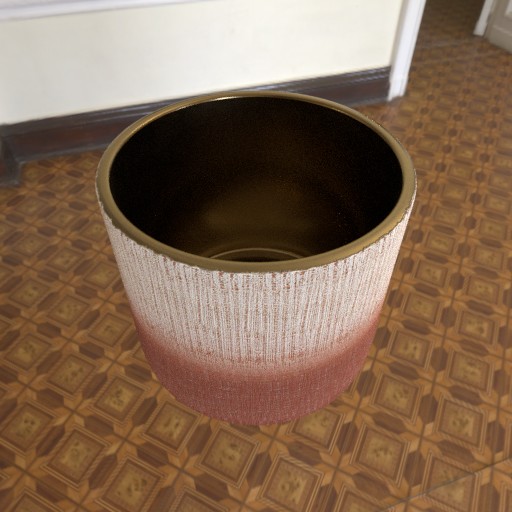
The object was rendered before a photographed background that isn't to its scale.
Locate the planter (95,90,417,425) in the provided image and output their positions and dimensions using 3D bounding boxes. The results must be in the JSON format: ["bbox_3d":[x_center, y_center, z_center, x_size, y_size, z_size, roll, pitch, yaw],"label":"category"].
[{"bbox_3d":[0.000,0.000,0.430,0.254,0.221,0.254,0,45,0],"label":"planter"}]
